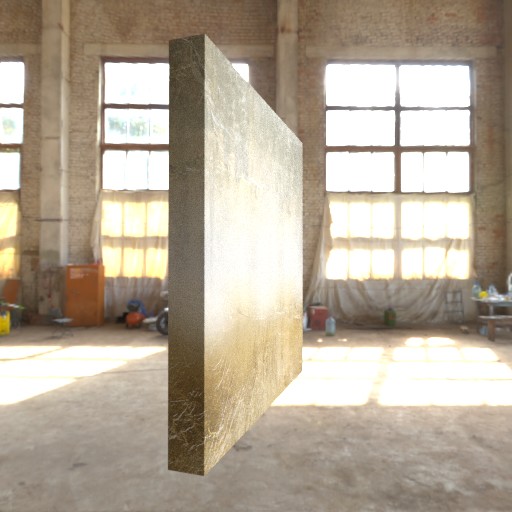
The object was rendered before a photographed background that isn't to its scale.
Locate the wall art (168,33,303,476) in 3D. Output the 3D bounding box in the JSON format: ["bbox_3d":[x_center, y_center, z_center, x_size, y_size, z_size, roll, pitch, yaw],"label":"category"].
[{"bbox_3d":[0.000,0.000,0.605,0.038,0.407,0.405,0,-1,19],"label":"wall art"}]
